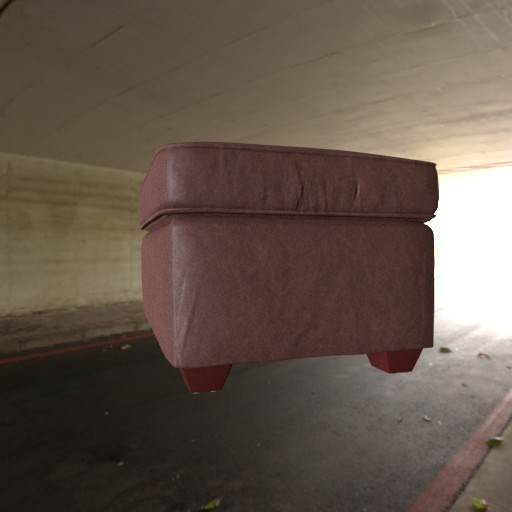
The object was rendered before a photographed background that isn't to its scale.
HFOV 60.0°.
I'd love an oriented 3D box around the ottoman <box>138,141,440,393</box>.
[{"bbox_3d":[0.000,0.000,1.116,0.548,0.449,0.749,0,1,-18],"label":"ottoman"}]
